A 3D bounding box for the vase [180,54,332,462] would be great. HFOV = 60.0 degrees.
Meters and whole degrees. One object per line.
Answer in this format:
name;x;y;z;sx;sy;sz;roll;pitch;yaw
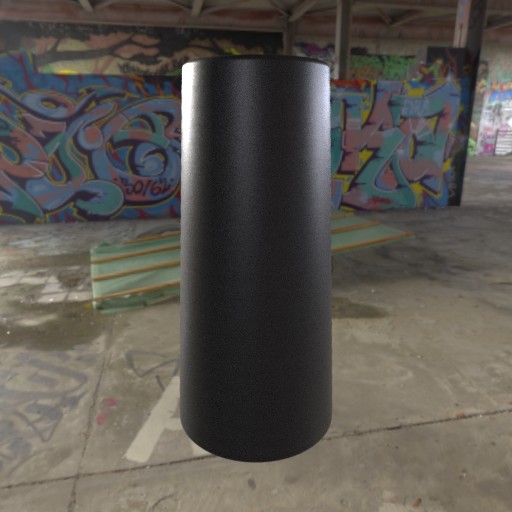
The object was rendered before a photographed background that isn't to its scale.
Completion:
vase;0.000;0.000;0.362;0.136;0.289;0.136;2;17;8
